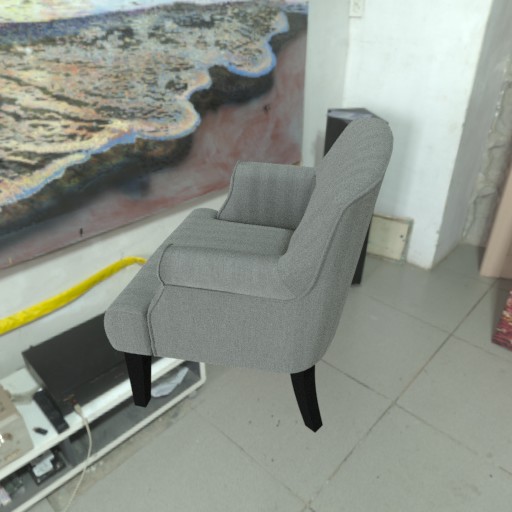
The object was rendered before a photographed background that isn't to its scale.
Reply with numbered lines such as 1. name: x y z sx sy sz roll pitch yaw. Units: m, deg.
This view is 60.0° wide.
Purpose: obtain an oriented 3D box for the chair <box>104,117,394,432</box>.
1. chair: 0.000 0.000 1.474 0.755 0.880 0.772 7 32 12
